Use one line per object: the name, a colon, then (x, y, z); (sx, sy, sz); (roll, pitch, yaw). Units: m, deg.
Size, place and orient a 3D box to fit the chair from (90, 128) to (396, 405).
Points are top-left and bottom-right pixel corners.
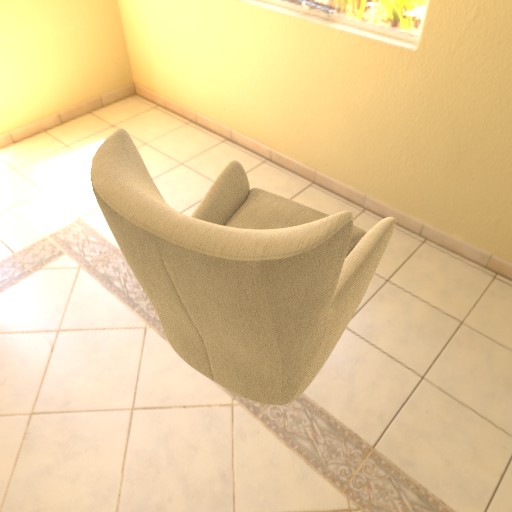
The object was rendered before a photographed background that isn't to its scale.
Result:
chair: (0.000, 0.000, 1.658); (0.779, 1.000, 0.904); (24, 50, 22)
